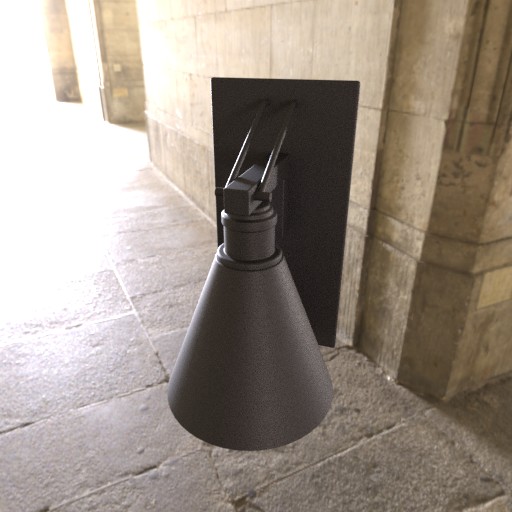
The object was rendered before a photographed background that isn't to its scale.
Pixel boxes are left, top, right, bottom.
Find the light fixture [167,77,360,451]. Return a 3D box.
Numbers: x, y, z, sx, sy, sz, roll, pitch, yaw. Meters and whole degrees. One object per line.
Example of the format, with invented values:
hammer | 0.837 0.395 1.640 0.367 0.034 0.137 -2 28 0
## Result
light fixture | 0.000 0.000 0.416 0.170 0.298 0.207 8 27 16
